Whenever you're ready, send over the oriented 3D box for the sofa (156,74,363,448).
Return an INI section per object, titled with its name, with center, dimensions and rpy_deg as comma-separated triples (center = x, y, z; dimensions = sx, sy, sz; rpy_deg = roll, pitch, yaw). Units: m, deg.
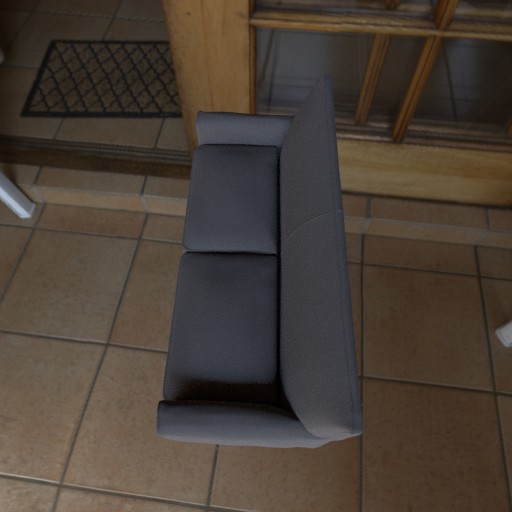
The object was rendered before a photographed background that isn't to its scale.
[sofa]
center = 0.000, 0.000, 2.499
dimensions = 0.843, 0.907, 2.002
rpy_deg = 1, 60, 1
